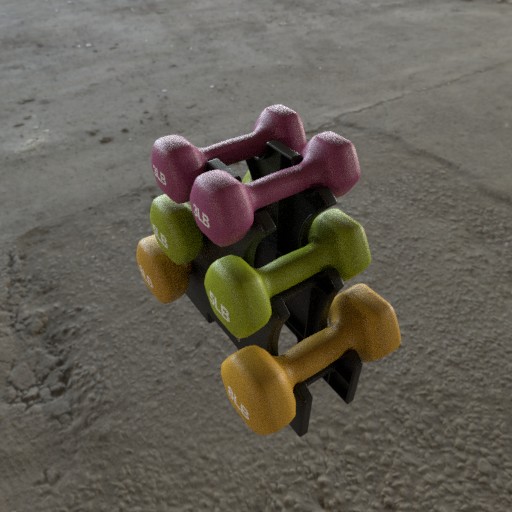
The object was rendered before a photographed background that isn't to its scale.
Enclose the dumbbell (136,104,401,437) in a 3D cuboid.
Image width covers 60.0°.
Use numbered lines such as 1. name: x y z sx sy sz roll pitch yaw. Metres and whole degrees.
1. dumbbell: 0.000 0.000 0.485 0.190 0.271 0.300 -24 47 -25
